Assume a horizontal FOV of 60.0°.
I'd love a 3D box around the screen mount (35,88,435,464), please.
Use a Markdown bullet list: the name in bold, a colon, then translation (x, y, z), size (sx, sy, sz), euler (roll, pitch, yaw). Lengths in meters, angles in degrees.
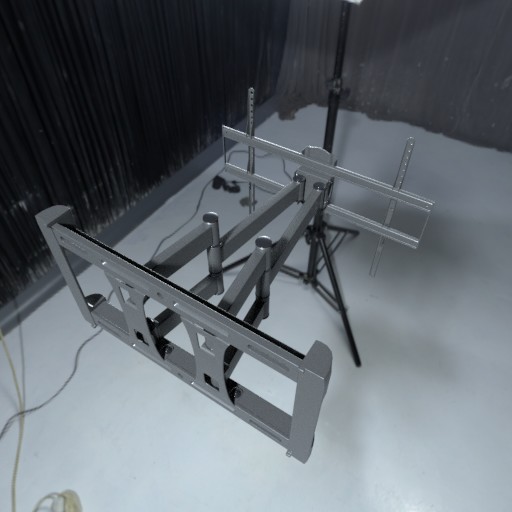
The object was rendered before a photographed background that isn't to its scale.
- **screen mount**: translation (0.000, 0.000, 1.104), size (0.661, 0.491, 0.644), euler (26, 52, 22)
